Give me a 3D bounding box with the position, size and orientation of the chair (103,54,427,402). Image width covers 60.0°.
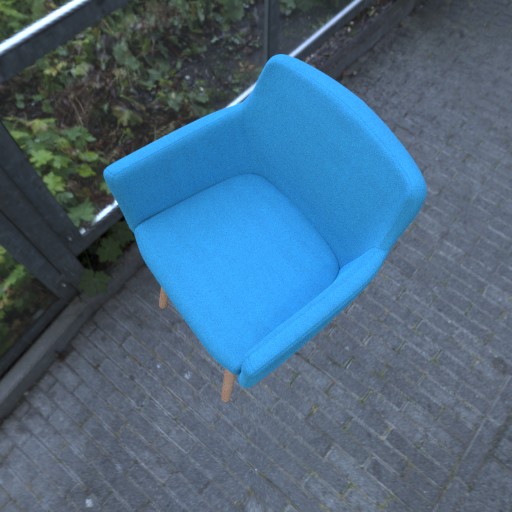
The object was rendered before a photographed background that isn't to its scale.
[{"bbox_3d":[0.000,0.000,1.161,0.540,0.780,0.570,-34,69,-15],"label":"chair"}]
